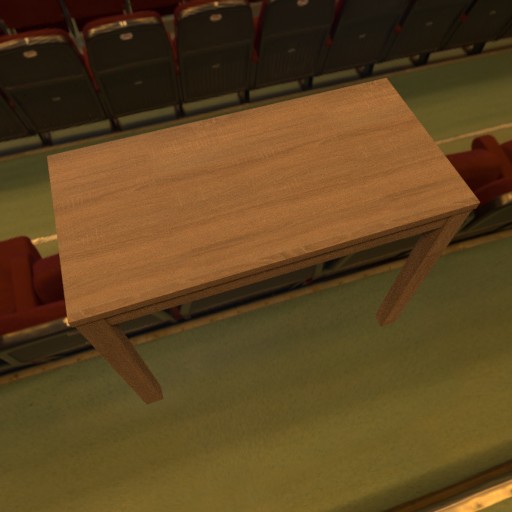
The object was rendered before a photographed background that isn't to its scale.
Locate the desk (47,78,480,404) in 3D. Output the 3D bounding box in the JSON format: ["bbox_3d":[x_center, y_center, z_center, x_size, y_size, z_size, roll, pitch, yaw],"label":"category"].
[{"bbox_3d":[0.000,0.000,1.449,0.991,0.762,0.495,-16,60,-9],"label":"desk"}]
